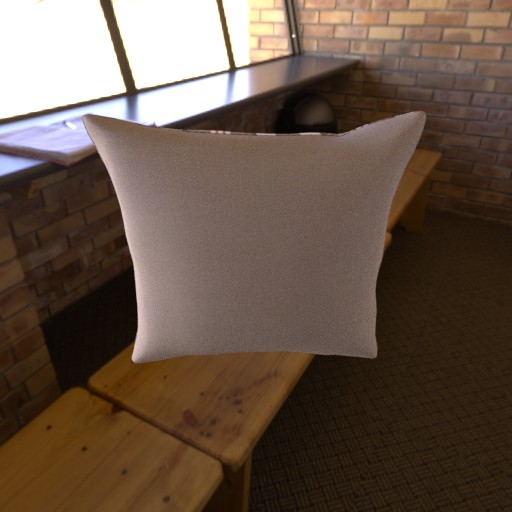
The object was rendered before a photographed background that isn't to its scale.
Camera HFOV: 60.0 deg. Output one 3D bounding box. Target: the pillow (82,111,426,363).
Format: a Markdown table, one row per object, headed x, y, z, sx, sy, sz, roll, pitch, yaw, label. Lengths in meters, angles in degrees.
| x | y | z | sx | sy | sz | roll | pitch | yaw | label |
| --- | --- | --- | --- | --- | --- | --- | --- | --- | --- |
| 0.000 | 0.000 | 0.634 | 0.416 | 0.401 | 0.173 | -1 | 30 | -1 | pillow |
